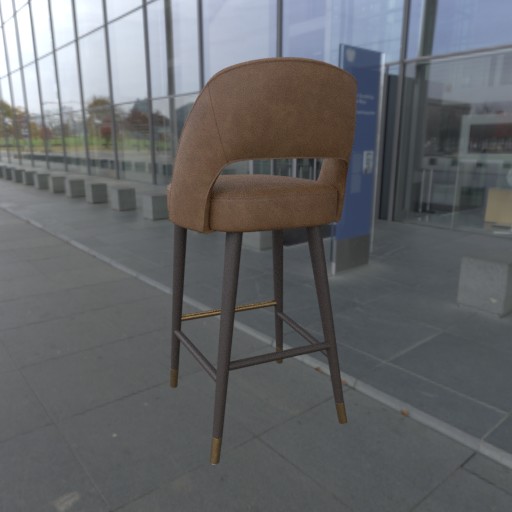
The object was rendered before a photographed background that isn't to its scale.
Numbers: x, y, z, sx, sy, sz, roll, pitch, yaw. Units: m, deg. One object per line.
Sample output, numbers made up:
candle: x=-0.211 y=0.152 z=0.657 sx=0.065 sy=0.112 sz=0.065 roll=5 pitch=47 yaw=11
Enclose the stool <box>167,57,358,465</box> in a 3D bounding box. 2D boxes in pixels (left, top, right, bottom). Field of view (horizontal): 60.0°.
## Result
stool: x=0.000 y=0.000 z=1.343 sx=0.494 sy=1.037 sz=0.509 roll=-7 pitch=16 yaw=-24
